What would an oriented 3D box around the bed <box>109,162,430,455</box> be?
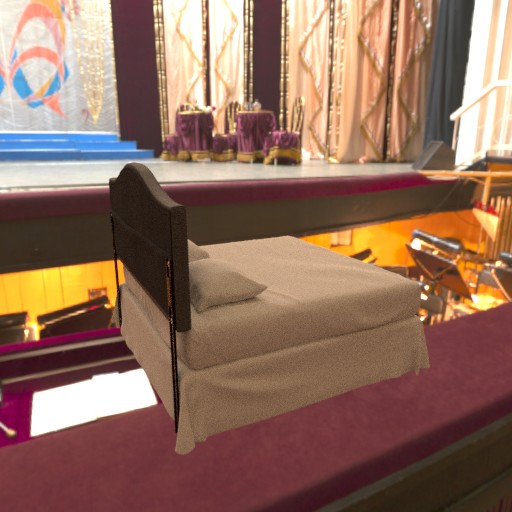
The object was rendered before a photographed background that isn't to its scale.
[{"bbox_3d":[0.000,0.000,3.876,2.219,1.651,2.314,-8,17,-26],"label":"bed"}]
